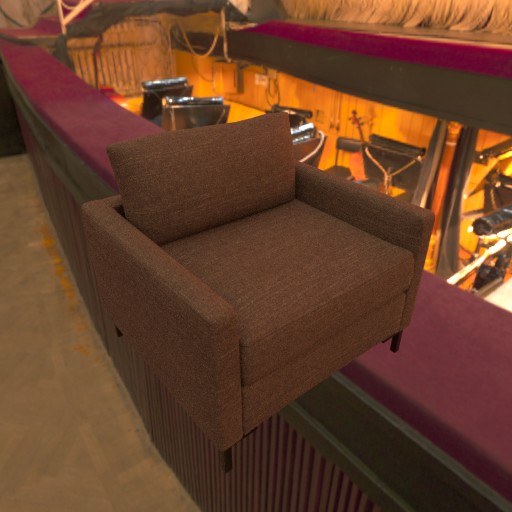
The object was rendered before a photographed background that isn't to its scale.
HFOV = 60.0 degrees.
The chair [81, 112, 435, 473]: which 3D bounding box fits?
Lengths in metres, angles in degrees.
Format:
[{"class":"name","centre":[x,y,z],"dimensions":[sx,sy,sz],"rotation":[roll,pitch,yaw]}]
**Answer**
[{"class":"chair","centre":[0.000,0.000,1.605],"dimensions":[0.940,0.841,0.845],"rotation":[-22,38,-32]}]
